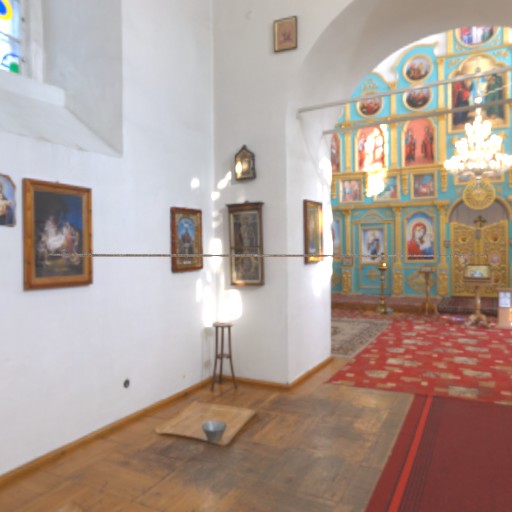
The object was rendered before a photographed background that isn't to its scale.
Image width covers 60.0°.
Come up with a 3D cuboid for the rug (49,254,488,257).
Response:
[{"bbox_3d":[0.000,0.000,2.892,2.283,0.006,1.521,0,0,-18],"label":"rug"}]
